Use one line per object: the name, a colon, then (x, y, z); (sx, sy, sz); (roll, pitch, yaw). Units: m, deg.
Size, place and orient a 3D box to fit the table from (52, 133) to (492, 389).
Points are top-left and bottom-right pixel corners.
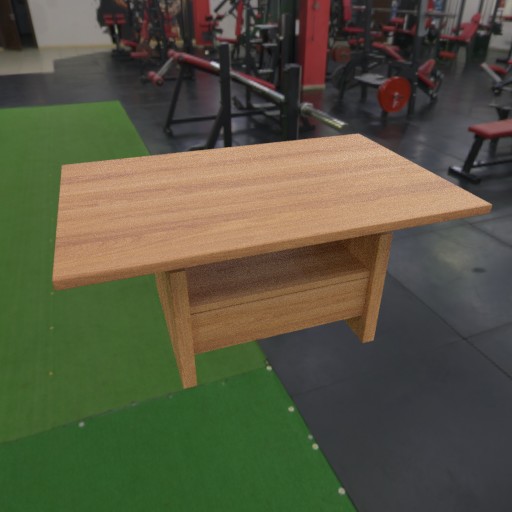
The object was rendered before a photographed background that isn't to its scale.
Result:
table: (0.000, 0.000, 1.450); (1.100, 0.510, 0.700); (-10, 33, -16)
